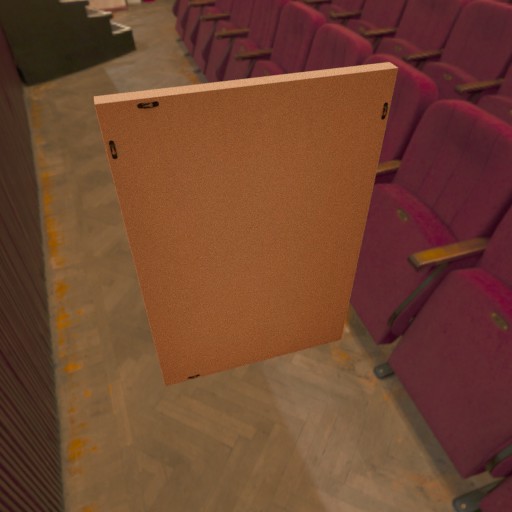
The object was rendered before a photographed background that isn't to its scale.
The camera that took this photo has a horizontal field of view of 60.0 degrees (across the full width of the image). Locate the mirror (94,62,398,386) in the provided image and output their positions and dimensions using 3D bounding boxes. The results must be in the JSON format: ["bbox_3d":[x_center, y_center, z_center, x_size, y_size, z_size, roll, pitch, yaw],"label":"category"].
[{"bbox_3d":[0.000,0.000,1.169,0.609,0.915,0.041,-12,43,-13],"label":"mirror"}]
